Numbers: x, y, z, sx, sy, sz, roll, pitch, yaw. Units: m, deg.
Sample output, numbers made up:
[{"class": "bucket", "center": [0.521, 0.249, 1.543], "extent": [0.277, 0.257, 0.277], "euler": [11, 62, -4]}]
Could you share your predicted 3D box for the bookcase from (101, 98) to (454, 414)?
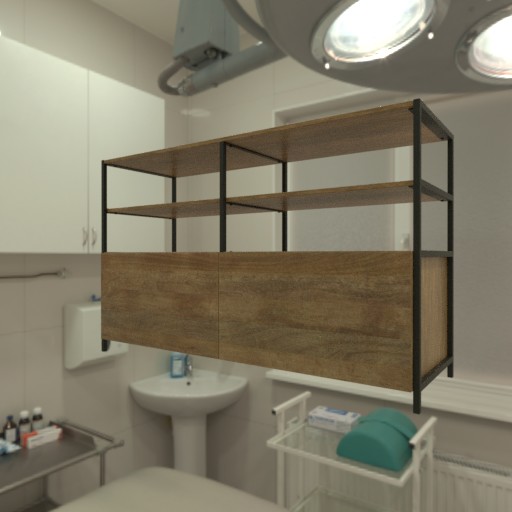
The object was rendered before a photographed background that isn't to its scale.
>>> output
[{"class": "bookcase", "center": [0.000, 0.000, 1.473], "extent": [1.149, 0.712, 0.391], "euler": [0, 0, 35]}]
